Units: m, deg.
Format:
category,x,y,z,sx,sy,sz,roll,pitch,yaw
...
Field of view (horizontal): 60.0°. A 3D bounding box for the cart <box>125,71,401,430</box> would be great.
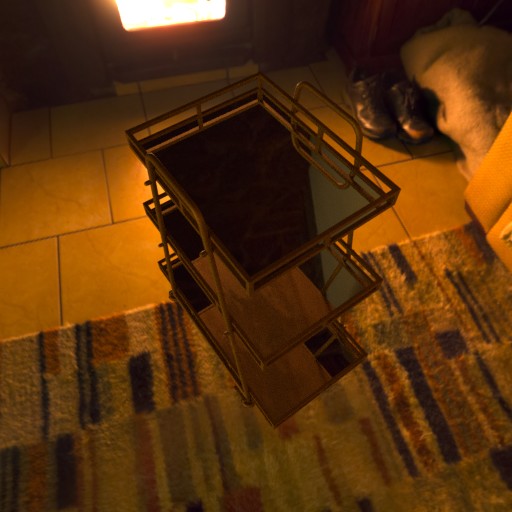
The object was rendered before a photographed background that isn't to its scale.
category,x,y,z,sx,sy,sz,roll,pitch,yaw
cart,0.000,0.000,1.270,0.441,0.883,0.711,-31,62,-19
